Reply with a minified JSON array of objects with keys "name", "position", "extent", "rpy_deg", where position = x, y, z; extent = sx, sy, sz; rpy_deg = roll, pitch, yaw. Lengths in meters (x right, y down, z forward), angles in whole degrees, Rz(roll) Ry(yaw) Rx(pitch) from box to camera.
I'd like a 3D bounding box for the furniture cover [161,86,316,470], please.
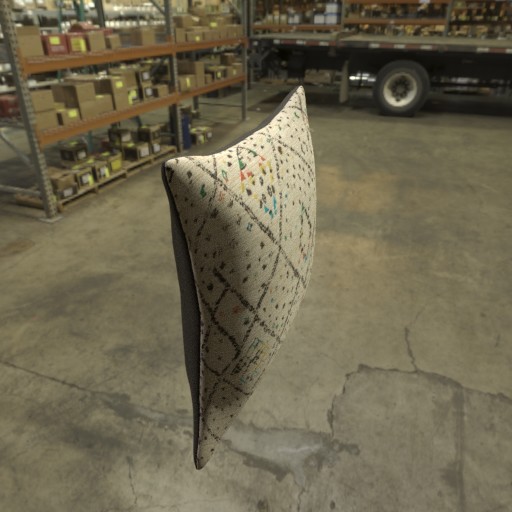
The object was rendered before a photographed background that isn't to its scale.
[{"name":"furniture cover","position":[0.000,0.000,0.781],"extent":[0.180,0.498,0.525],"rpy_deg":[10,31,18]}]
